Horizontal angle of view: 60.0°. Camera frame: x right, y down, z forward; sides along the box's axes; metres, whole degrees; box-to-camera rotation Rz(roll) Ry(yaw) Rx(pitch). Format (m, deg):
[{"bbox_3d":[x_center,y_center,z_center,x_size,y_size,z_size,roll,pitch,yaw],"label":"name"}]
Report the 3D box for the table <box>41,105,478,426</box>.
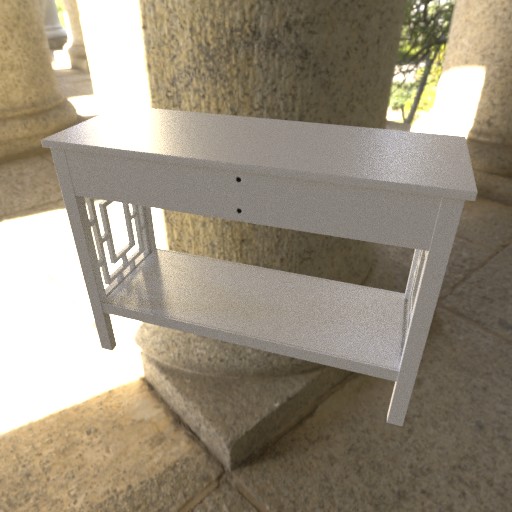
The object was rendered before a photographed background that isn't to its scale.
[{"bbox_3d":[0.000,0.000,1.390,1.068,0.753,0.397,10,34,15],"label":"table"}]
